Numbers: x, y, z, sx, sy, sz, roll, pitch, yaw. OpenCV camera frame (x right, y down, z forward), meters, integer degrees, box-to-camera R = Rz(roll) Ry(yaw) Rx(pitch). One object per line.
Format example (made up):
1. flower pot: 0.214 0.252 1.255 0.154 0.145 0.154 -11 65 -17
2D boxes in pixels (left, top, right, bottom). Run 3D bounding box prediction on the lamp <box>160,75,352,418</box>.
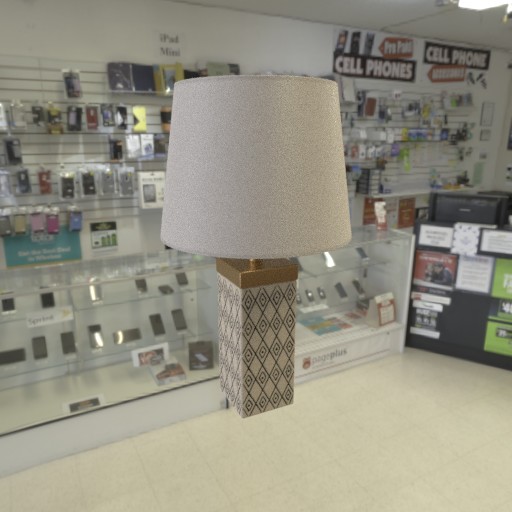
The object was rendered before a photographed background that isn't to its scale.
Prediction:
1. lamp: 0.000 0.000 0.603 0.251 0.435 0.251 0 15 0
